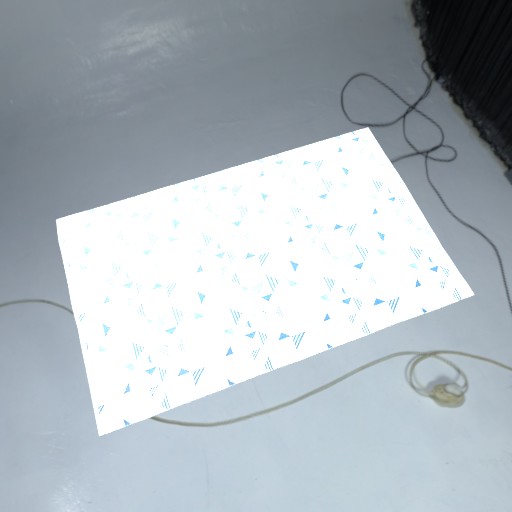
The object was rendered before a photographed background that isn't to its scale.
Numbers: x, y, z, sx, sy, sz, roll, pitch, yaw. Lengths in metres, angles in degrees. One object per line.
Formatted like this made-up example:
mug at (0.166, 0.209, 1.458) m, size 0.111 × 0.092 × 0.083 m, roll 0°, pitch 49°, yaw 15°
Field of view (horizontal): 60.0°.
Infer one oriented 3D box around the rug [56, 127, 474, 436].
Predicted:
rug at (0.000, 0.000, 2.989) m, size 2.457 × 0.009 × 1.512 m, roll -18°, pitch 65°, yaw -9°
